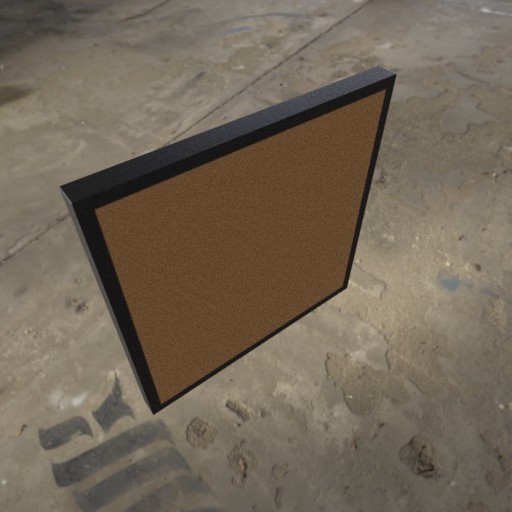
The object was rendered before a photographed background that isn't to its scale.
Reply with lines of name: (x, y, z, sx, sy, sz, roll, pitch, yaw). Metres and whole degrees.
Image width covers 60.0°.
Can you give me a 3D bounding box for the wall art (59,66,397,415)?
wall art: (0.000, 0.000, 0.757, 0.506, 0.506, 0.037, -29, 53, -25)
